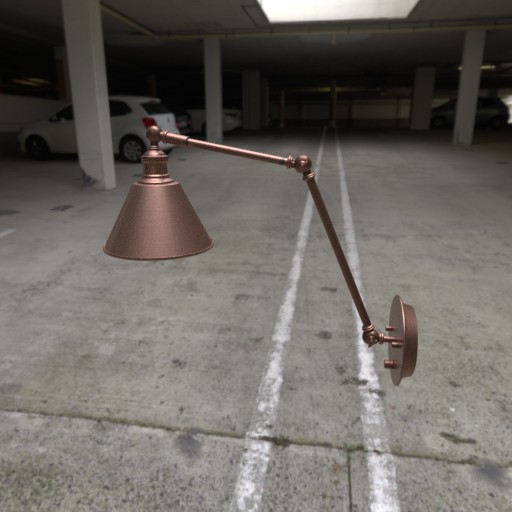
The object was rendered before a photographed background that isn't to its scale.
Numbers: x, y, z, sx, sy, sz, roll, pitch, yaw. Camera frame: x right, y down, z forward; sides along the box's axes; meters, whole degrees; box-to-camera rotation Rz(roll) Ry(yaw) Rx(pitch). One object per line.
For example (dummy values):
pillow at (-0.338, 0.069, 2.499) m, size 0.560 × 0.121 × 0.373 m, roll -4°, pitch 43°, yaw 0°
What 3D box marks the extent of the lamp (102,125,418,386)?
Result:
lamp at (0.000, 0.000, 0.887) m, size 0.624 × 0.502 × 0.223 m, roll 2°, pitch 16°, yaw 9°
